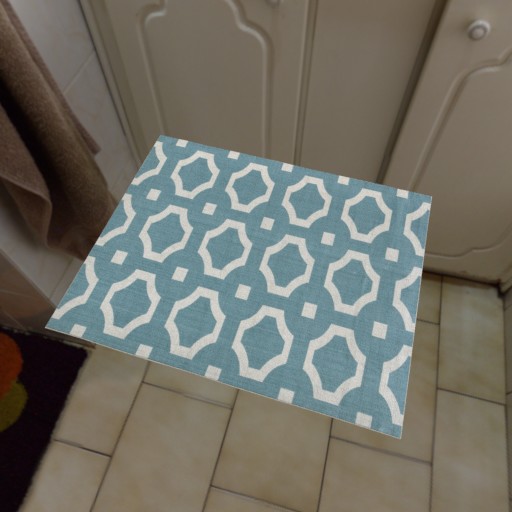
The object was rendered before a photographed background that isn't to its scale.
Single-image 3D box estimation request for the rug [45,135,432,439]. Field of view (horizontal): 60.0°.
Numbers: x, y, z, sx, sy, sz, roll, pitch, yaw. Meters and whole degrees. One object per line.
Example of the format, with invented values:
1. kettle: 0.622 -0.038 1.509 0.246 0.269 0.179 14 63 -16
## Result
1. rug: 0.000 0.000 4.201 3.049 0.021 2.466 15 59 9
